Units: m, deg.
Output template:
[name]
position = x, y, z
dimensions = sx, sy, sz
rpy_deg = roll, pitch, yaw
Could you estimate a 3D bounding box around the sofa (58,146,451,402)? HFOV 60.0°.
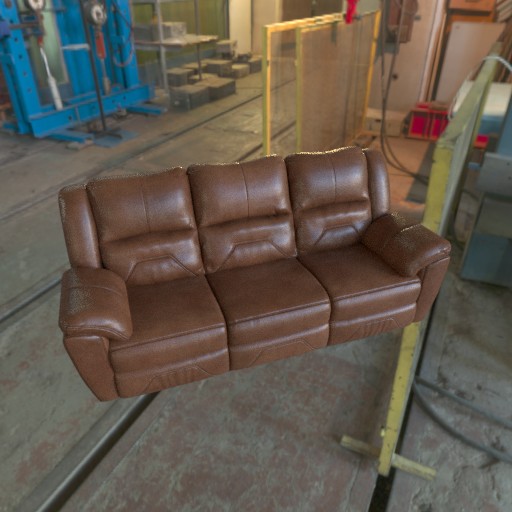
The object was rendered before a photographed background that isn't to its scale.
[sofa]
position = 0.000, 0.000, 2.860
dimensions = 2.337, 1.043, 0.991
rpy_deg = -10, 34, -16
